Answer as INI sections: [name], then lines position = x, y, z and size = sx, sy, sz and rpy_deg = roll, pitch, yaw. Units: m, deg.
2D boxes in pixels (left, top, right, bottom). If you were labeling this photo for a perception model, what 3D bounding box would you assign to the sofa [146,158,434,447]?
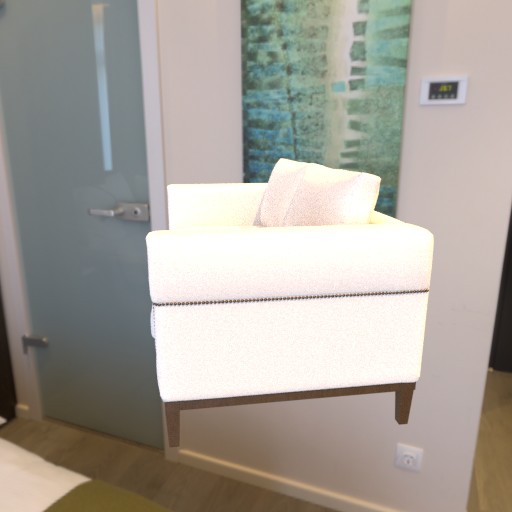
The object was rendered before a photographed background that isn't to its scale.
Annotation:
[sofa]
position = 0.000, 0.000, 2.128
size = 0.905, 0.873, 1.598
rpy_deg = -2, 15, -8
